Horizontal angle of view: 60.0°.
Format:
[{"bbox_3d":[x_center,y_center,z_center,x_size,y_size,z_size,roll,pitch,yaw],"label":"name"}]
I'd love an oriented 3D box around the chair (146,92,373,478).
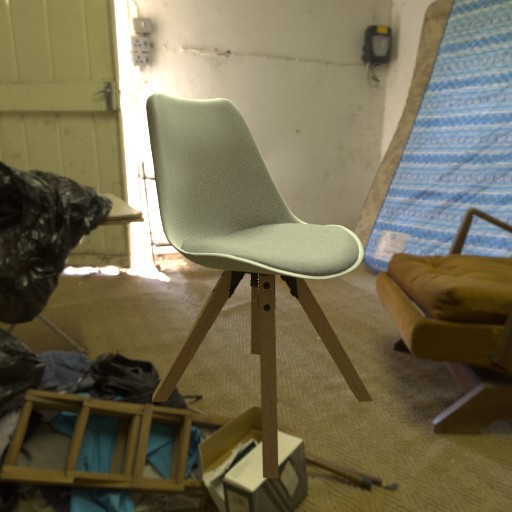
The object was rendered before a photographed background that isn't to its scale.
[{"bbox_3d":[0.000,0.000,1.193,0.550,0.850,0.485,13,19,42],"label":"chair"}]
